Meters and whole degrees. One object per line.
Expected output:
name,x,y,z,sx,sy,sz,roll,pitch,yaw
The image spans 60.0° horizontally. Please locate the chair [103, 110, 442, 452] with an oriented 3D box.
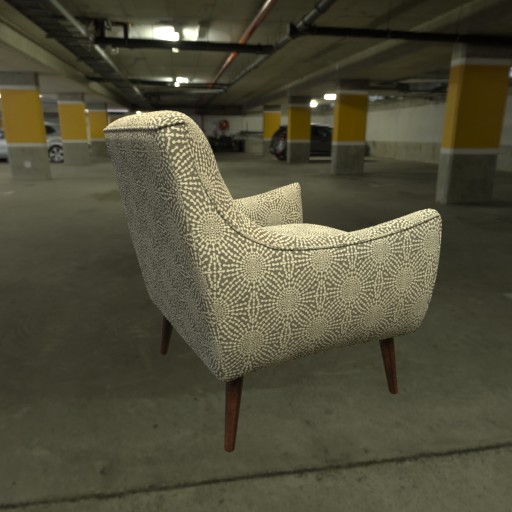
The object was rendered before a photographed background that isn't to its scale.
chair,0.000,0.000,1.389,0.787,0.838,0.762,-8,17,-27
